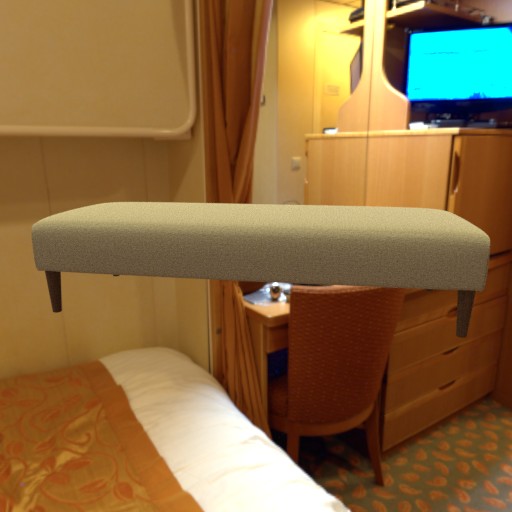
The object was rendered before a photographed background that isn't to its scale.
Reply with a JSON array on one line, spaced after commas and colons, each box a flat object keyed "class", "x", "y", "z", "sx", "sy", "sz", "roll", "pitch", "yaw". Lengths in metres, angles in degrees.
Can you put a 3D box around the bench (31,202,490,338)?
[{"class": "bench", "x": 0.000, "y": 0.000, "z": 1.826, "sx": 1.598, "sy": 0.383, "sz": 0.631, "roll": 2, "pitch": 14, "yaw": 9}]
